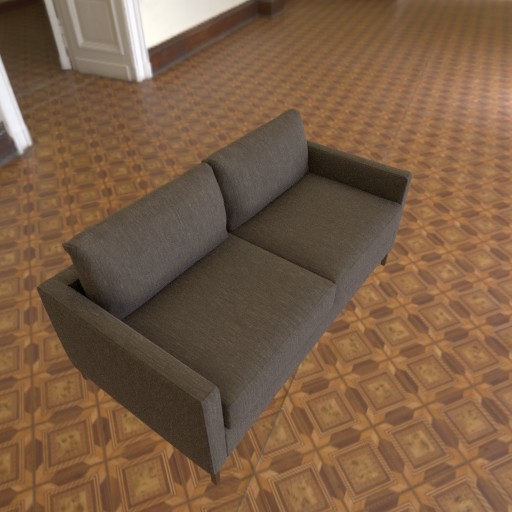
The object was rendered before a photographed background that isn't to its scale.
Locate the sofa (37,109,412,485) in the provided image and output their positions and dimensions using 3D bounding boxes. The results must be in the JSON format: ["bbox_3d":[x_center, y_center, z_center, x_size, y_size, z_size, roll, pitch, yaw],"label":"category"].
[{"bbox_3d":[0.000,0.000,2.115,0.875,0.840,1.682,26,47,26],"label":"sofa"}]
